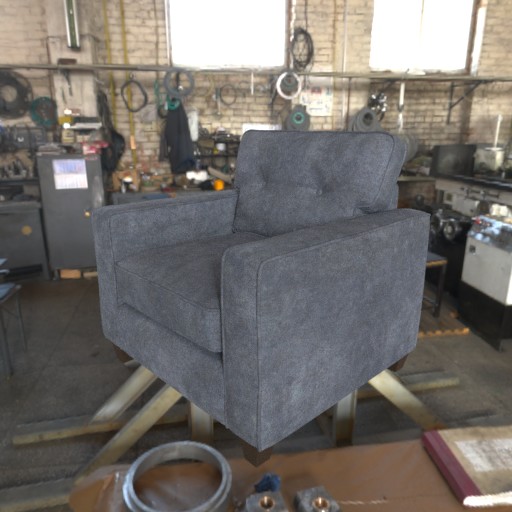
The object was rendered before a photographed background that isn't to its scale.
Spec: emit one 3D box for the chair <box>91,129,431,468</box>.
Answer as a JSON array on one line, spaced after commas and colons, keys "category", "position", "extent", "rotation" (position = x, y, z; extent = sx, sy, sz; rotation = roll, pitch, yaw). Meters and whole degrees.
[{"category": "chair", "position": [0.000, 0.000, 1.775], "extent": [0.939, 0.965, 1.015], "rotation": [-15, 22, -41]}]
